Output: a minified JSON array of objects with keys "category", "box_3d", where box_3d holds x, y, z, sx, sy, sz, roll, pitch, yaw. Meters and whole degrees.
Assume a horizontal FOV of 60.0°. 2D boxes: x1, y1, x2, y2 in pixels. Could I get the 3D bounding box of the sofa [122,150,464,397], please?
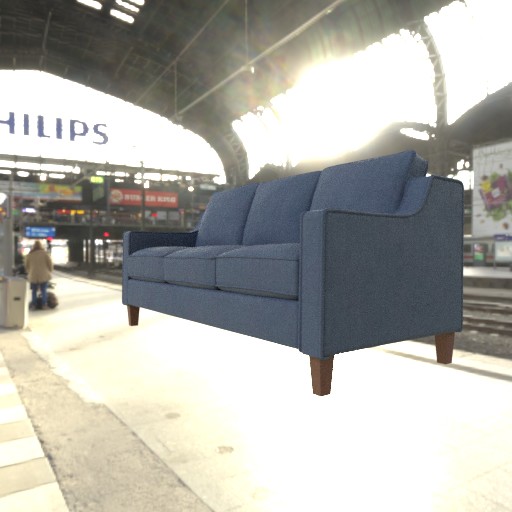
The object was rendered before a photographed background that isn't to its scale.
[{"category":"sofa","box_3d":[0.000,0.000,2.552,0.911,0.974,1.986,0,0,-36]}]
